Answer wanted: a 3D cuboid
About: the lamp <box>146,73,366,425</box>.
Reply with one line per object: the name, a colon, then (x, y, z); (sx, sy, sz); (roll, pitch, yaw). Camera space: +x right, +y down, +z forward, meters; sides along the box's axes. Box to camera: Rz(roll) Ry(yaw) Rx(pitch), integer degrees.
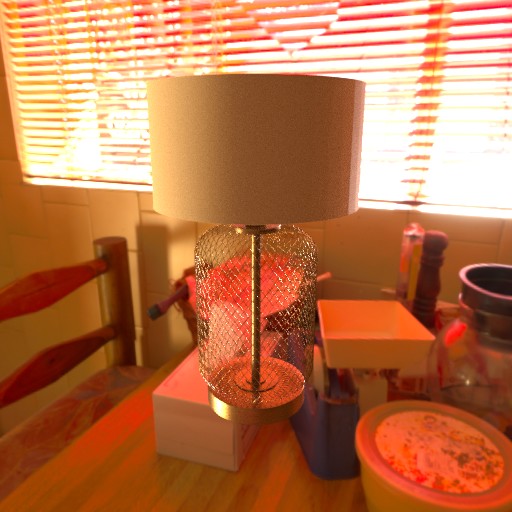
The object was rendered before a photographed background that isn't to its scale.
lamp: (0.000, 0.000, 0.805); (0.353, 0.578, 0.353); (0, 16, 0)
